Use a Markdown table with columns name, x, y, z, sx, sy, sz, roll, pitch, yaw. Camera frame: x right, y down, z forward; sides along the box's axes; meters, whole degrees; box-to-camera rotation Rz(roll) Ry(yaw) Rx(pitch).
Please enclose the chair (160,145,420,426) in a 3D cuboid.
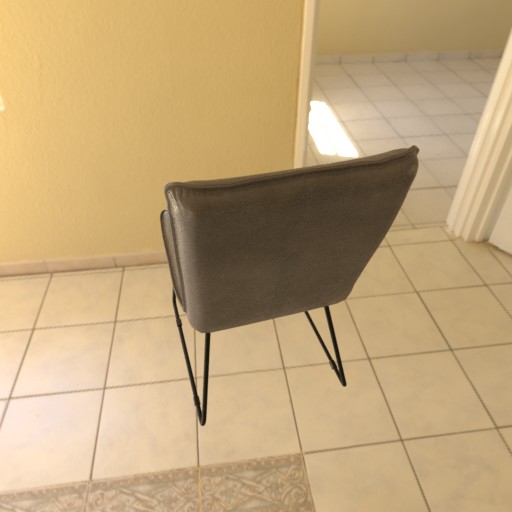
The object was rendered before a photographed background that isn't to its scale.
| name | x | y | z | sx | sy | sz | roll | pitch | yaw |
| --- | --- | --- | --- | --- | --- | --- | --- | --- | --- |
| chair | 0.000 | 0.000 | 1.329 | 0.515 | 0.932 | 0.688 | -11 | 41 | -13 |
